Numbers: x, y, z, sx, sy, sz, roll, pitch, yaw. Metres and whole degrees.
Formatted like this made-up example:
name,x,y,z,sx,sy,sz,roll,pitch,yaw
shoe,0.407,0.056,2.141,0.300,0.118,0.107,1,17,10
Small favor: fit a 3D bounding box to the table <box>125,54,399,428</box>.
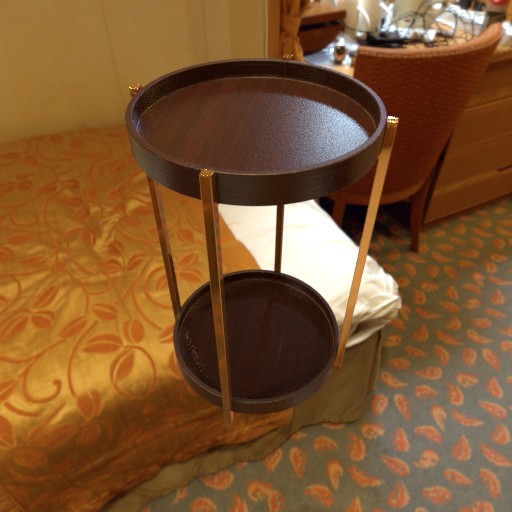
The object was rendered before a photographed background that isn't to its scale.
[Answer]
name,x,y,z,sx,sy,sz,roll,pitch,yaw
table,0.000,0.000,0.846,0.400,0.610,0.400,12,45,12
